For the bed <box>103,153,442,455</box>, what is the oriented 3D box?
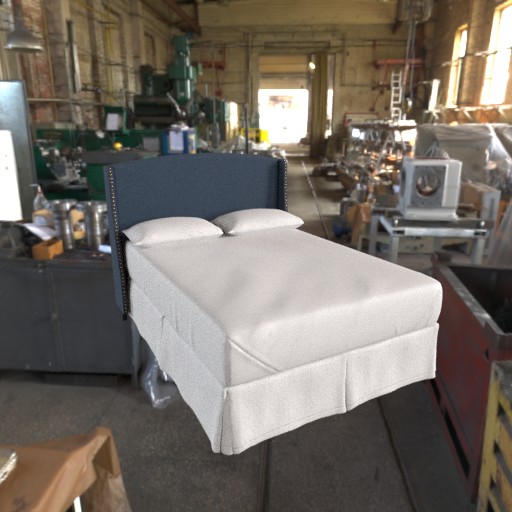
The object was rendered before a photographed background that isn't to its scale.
[{"bbox_3d":[0.000,0.000,3.357,1.710,1.407,2.237,-9,19,-28],"label":"bed"}]
